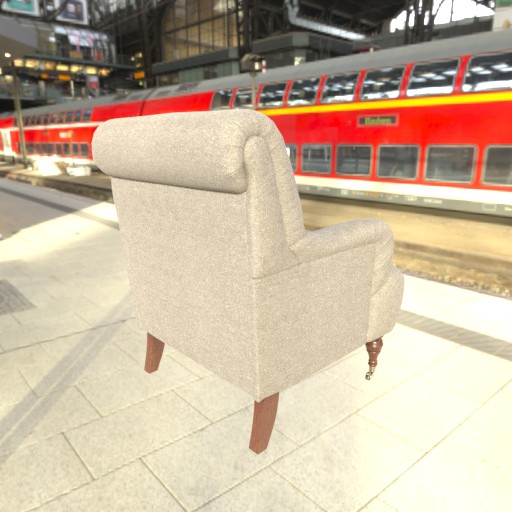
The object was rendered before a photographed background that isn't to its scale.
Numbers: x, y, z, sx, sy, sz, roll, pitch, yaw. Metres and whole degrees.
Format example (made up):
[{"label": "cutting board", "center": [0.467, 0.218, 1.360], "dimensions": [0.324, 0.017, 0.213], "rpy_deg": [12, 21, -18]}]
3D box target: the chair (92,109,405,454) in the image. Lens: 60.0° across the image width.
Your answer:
[{"label": "chair", "center": [0.000, 0.000, 1.567], "dimensions": [0.843, 0.942, 0.766], "rpy_deg": [-13, 20, -41]}]
